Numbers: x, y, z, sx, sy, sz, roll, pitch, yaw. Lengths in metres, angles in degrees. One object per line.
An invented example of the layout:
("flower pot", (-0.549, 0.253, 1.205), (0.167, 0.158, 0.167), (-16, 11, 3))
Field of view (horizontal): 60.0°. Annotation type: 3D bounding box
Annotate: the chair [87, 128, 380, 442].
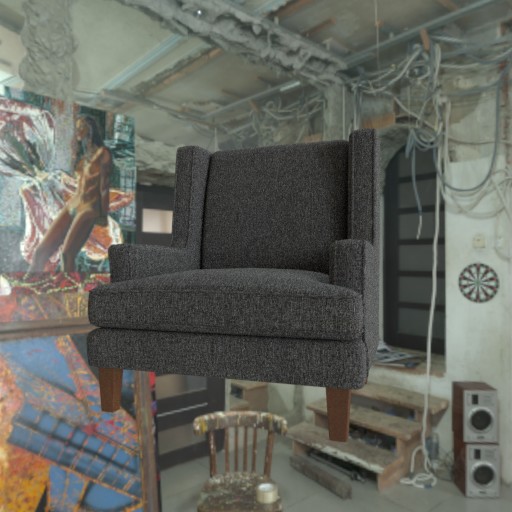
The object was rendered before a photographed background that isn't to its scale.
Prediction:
("chair", (0.000, 0.000, 1.802), (0.942, 1.082, 0.927), (0, -1, 19))
